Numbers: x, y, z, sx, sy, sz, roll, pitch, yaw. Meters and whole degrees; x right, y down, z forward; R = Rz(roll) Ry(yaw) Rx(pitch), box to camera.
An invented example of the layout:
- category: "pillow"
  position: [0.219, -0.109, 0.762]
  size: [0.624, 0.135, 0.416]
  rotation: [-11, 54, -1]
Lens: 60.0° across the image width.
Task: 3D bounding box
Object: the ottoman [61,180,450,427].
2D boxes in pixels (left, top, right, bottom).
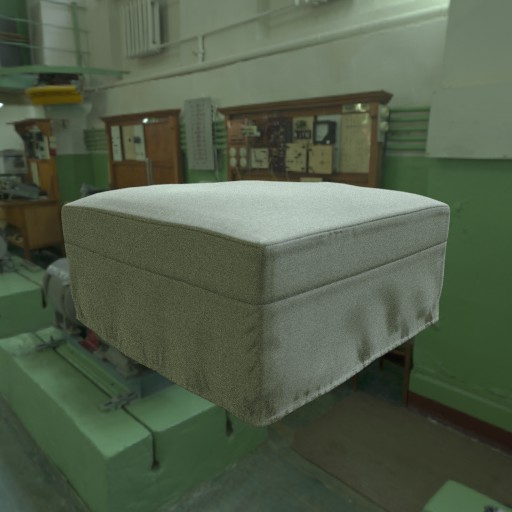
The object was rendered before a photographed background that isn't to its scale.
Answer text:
- category: "ottoman"
  position: [0.000, 0.000, 1.342]
  size: [0.843, 0.436, 0.840]
  rotation: [13, 18, 43]
